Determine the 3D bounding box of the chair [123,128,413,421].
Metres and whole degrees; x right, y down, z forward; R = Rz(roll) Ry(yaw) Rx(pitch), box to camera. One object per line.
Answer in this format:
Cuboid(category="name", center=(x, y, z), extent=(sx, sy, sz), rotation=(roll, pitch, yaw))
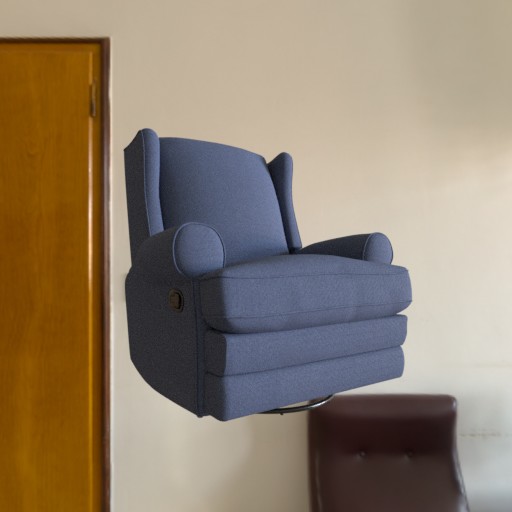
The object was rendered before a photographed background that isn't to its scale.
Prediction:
Cuboid(category="chair", center=(0.000, 0.000, 1.731), extent=(0.971, 1.020, 0.877), rotation=(0, 0, -35))
